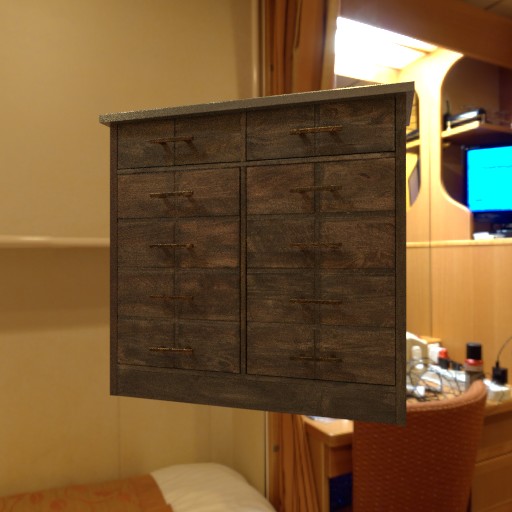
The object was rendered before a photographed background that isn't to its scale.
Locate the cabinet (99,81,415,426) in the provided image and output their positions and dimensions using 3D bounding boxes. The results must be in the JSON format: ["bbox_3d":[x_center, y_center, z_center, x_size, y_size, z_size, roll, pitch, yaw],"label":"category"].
[{"bbox_3d":[0.000,0.000,1.456,0.968,0.919,0.338,0,0,17],"label":"cabinet"}]
